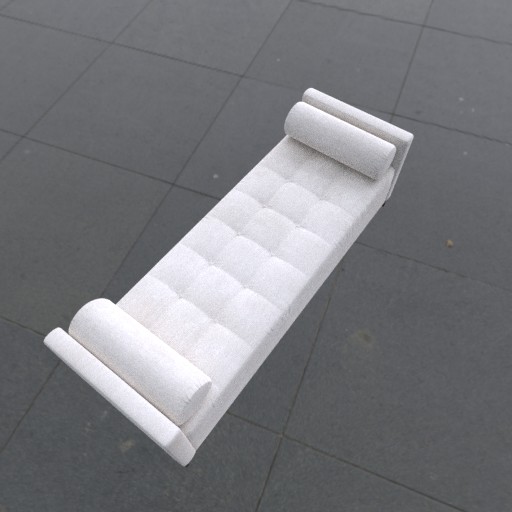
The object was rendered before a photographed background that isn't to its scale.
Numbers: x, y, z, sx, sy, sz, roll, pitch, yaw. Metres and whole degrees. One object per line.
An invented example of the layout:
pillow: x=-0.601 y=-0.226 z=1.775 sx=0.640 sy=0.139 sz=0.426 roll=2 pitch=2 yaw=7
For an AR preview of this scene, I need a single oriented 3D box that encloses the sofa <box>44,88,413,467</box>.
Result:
sofa: x=0.000 y=0.000 z=2.346 sx=0.686 sy=0.635 sz=1.981 roll=32 pitch=63 yaw=19
